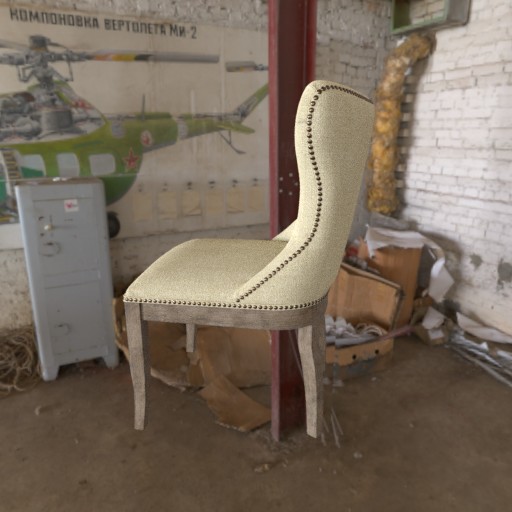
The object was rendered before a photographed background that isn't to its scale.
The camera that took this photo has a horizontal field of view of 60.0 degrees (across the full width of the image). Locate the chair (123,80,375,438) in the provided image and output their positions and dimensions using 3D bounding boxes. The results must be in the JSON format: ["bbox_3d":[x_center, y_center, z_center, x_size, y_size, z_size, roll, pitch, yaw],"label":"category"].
[{"bbox_3d":[0.000,0.000,1.434,0.681,1.002,0.654,3,16,10],"label":"chair"}]
